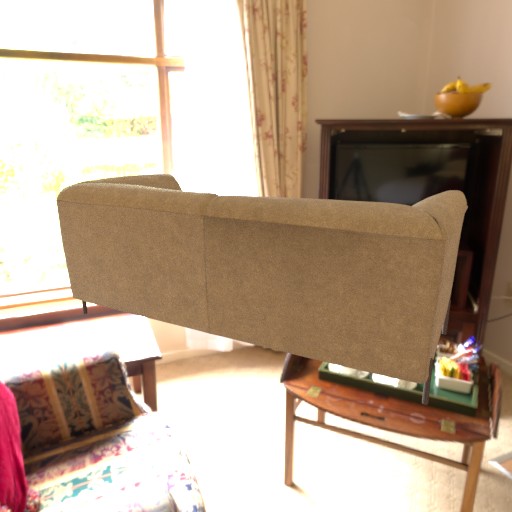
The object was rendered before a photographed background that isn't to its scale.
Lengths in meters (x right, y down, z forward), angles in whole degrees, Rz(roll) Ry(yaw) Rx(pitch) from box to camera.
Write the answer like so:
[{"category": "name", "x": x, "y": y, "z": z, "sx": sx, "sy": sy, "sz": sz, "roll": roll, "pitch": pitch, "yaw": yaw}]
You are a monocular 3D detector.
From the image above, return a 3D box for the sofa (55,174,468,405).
[{"category": "sofa", "x": 0.000, "y": 0.000, "z": 2.285, "sx": 1.878, "sy": 0.747, "sz": 0.905, "roll": 8, "pitch": 18, "yaw": 27}]
